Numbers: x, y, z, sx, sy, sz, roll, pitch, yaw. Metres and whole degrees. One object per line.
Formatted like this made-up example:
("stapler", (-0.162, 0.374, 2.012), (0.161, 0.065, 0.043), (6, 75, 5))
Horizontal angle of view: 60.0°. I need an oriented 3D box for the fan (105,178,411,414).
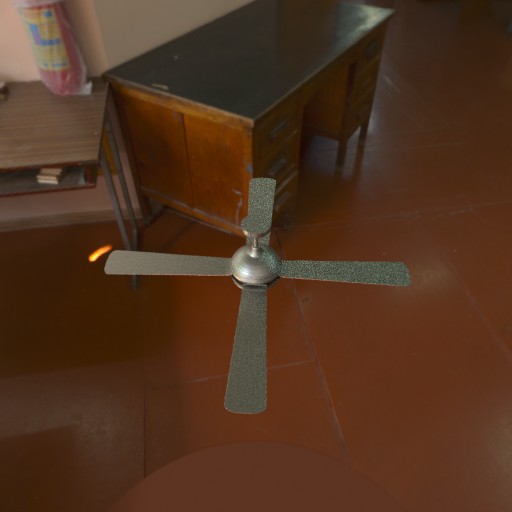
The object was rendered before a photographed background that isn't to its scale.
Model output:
("fan", (0.000, 0.000, 1.970), (1.321, 0.381, 1.321), (18, 48, 16))
